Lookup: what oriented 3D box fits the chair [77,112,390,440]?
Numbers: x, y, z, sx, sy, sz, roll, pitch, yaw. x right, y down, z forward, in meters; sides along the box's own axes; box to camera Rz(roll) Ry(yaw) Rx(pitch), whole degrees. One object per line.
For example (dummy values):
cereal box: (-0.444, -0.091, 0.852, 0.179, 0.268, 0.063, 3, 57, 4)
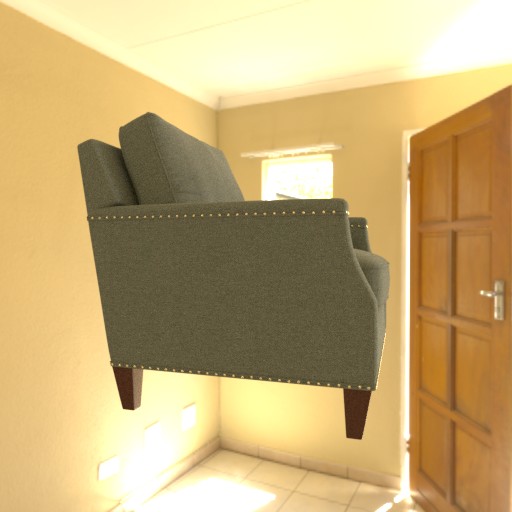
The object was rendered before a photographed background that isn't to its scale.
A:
chair: (0.000, 0.000, 1.781, 1.031, 1.031, 0.885, 0, 1, 18)
